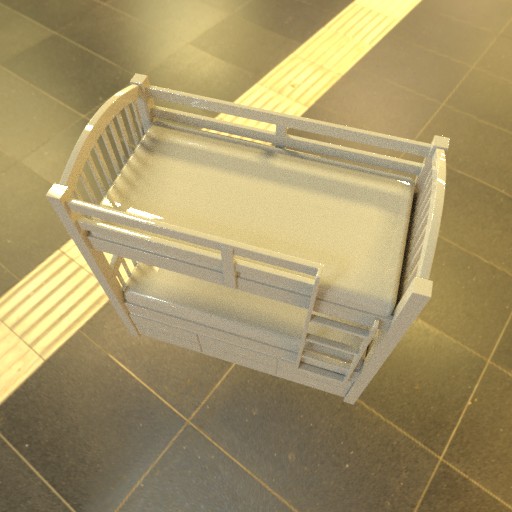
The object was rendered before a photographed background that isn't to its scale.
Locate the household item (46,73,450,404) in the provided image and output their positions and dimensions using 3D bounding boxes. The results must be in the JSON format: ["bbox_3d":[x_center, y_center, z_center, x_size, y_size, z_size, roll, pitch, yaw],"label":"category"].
[{"bbox_3d":[0.000,0.000,3.256,2.032,2.032,1.143,15,59,9],"label":"household item"}]
